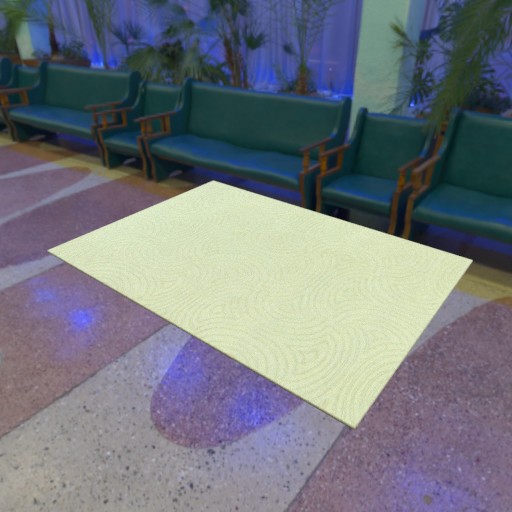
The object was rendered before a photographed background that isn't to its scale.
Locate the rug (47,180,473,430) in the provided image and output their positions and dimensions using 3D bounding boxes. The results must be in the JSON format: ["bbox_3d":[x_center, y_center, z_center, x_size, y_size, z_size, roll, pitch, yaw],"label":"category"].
[{"bbox_3d":[0.000,0.000,2.727,2.132,0.015,1.526,22,37,32],"label":"rug"}]
